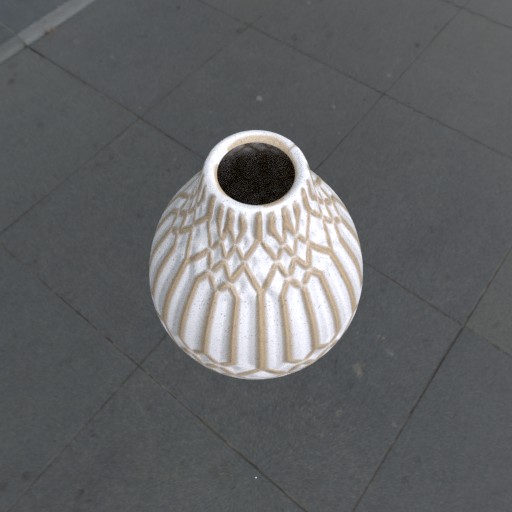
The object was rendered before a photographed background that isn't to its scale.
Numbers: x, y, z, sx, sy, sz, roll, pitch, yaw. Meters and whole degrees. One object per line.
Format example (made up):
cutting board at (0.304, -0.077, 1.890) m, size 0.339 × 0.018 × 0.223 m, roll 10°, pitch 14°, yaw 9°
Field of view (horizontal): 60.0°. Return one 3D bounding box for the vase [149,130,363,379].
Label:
vase at (0.000, 0.000, 0.316) m, size 0.159 × 0.200 × 0.159 m, roll 0°, pitch 63°, yaw 0°
